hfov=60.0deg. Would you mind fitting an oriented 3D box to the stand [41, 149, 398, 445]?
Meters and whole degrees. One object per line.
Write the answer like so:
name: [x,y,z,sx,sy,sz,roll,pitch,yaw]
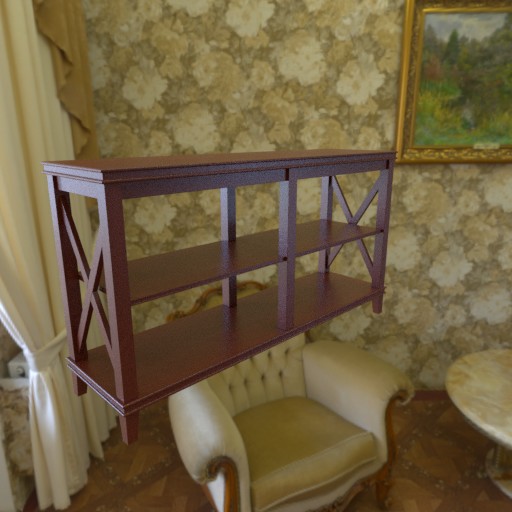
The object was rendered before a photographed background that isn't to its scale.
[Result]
stand: [0.000,0.000,1.715,1.372,0.762,0.381,-15,22,-42]
